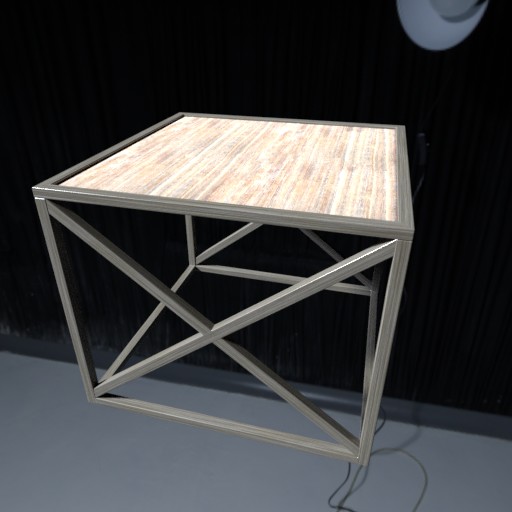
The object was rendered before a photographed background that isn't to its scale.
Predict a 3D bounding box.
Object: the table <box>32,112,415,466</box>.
[{"bbox_3d":[0.000,0.000,1.050,0.611,0.507,0.609,8,31,13],"label":"table"}]
